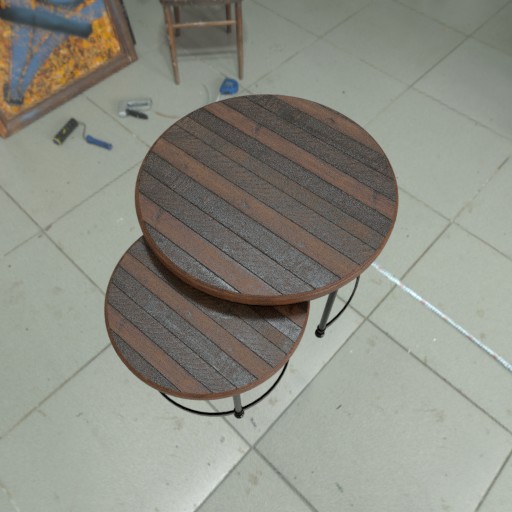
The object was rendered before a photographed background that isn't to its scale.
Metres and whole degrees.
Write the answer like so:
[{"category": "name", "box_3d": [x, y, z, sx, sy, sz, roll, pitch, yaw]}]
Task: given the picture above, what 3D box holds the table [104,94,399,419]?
[{"category": "table", "box_3d": [0.000, 0.000, 1.620, 0.870, 0.516, 1.152, 12, 60, 7]}]
